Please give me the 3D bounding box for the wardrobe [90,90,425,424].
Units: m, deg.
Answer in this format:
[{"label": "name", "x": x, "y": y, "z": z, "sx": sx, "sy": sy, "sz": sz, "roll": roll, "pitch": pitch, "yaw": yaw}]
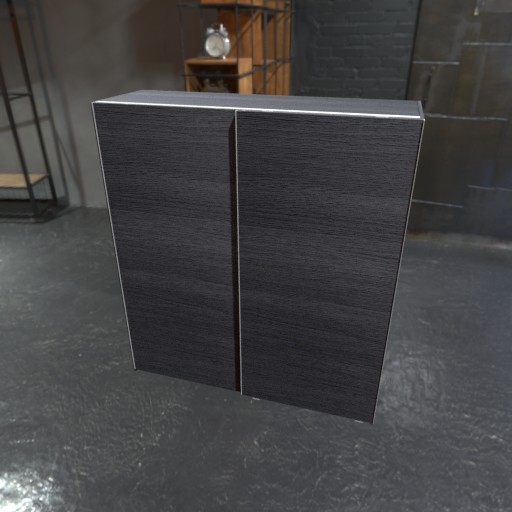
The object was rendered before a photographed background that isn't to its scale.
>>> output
[{"label": "wardrobe", "x": 0.000, "y": 0.000, "z": 2.941, "sx": 1.780, "sy": 1.960, "sz": 0.629, "roll": 8, "pitch": 28, "yaw": 15}]
